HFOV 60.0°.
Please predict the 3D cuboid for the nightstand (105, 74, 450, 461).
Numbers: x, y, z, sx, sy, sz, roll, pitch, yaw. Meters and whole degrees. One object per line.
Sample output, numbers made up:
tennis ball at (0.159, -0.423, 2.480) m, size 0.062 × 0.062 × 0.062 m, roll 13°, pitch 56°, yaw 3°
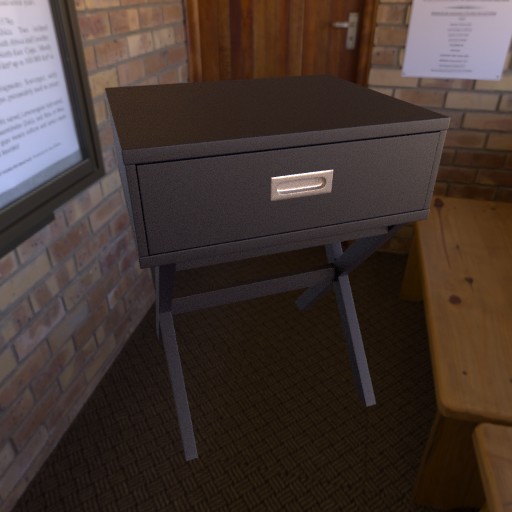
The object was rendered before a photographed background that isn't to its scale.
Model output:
nightstand at (0.000, 0.000, 0.921) m, size 0.479 × 0.623 × 0.402 m, roll -10°, pitch 33°, yaw -16°
